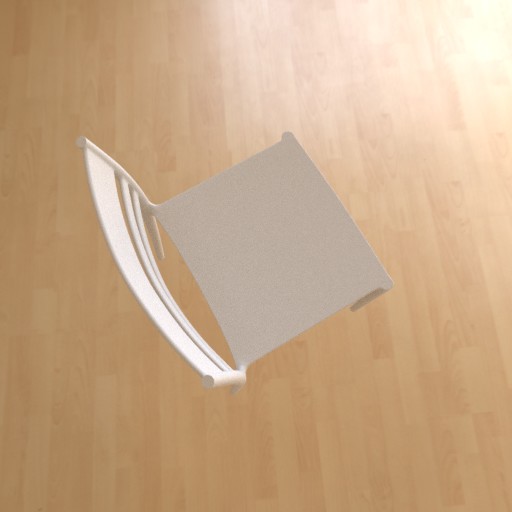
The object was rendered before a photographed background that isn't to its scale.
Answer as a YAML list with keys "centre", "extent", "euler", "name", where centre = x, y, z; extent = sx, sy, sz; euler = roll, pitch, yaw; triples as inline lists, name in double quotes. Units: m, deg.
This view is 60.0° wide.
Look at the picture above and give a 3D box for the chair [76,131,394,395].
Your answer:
- centre: [0.000, 0.000, 1.107]
  extent: [0.511, 0.800, 0.531]
  euler: [-29, 76, -8]
  name: "chair"
